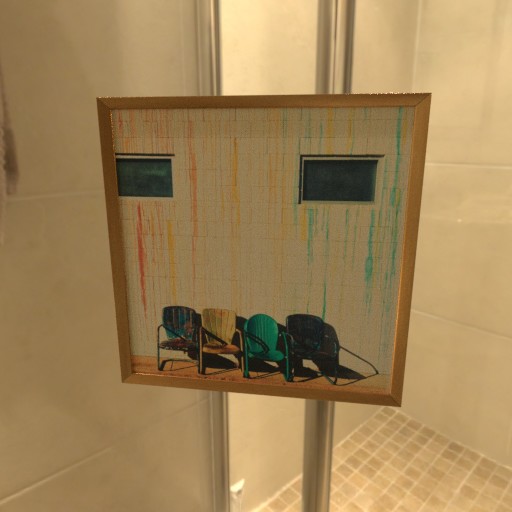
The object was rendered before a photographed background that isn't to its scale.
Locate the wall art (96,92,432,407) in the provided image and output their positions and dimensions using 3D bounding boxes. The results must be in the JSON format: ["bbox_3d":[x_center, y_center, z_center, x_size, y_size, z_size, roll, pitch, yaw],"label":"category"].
[{"bbox_3d":[0.000,0.000,0.444,0.302,0.302,0.019,2,15,9],"label":"wall art"}]
